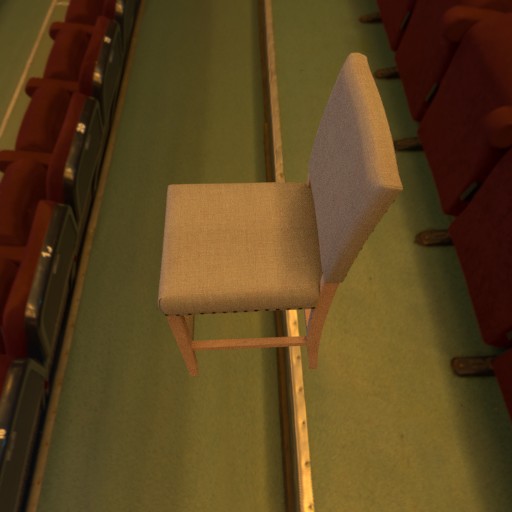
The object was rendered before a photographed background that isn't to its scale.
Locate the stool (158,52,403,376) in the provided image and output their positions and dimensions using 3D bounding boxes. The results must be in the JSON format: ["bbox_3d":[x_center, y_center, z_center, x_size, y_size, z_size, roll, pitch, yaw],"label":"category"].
[{"bbox_3d":[0.000,0.000,1.465,0.585,1.173,0.445,-2,58,-1],"label":"stool"}]
